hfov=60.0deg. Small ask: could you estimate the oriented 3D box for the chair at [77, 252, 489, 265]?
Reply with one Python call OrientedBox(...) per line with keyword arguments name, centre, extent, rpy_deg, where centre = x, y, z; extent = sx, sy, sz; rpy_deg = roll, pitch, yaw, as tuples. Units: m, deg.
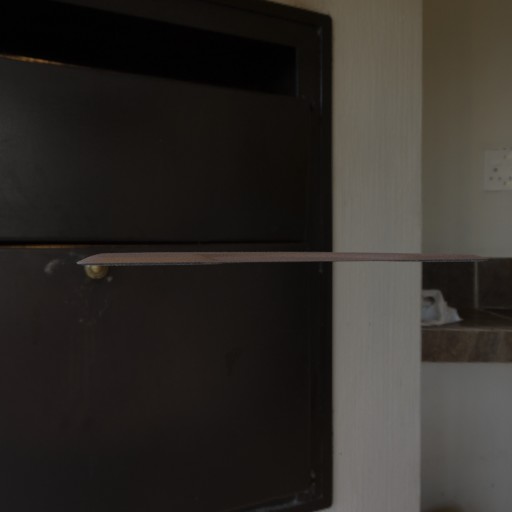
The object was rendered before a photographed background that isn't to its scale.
OrientedBox(name="chair", centre=(0.000, 0.000, 1.916), extent=(1.372, 0.024, 1.219), rpy_deg=(0, 1, -18))
